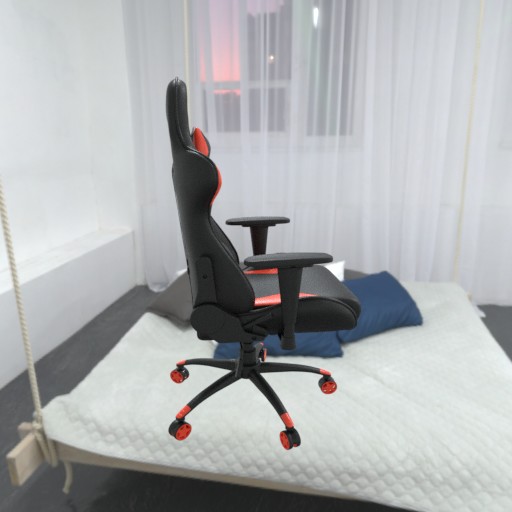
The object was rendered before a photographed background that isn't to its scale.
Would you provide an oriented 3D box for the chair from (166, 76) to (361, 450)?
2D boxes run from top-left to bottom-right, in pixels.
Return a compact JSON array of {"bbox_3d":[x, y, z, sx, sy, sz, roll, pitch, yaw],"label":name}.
[{"bbox_3d":[0.000,0.000,1.722,0.730,1.282,0.695,-3,17,-9],"label":"chair"}]
